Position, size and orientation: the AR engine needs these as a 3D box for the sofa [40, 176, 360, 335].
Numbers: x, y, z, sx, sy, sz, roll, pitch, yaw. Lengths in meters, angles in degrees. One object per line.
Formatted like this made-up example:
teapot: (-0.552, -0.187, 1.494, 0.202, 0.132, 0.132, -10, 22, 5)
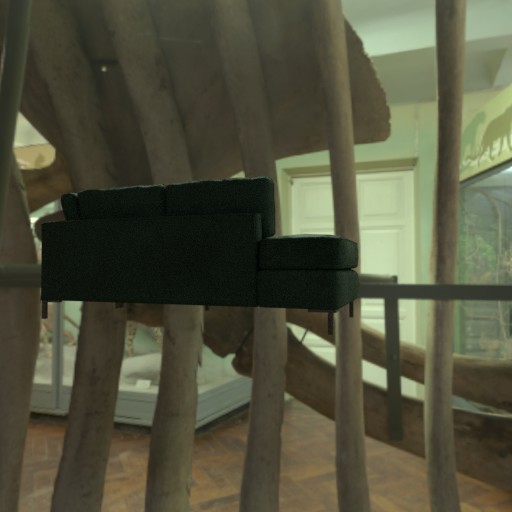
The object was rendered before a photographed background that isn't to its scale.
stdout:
sofa: (0.000, 0.000, 3.926, 1.992, 0.861, 2.994, 0, -1, 20)
